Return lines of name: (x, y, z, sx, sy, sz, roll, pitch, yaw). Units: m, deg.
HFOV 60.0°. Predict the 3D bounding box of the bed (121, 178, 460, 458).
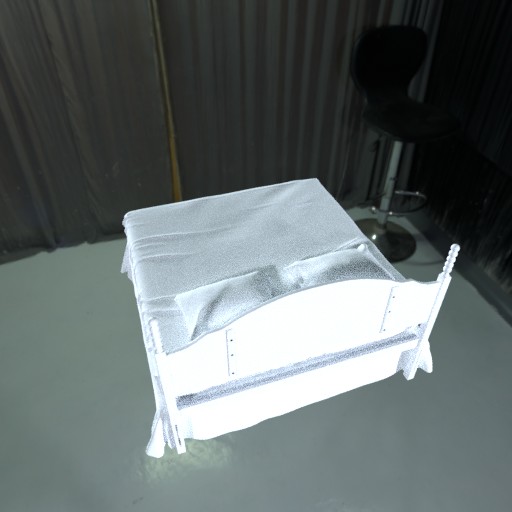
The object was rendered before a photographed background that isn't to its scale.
bed: (0.000, 0.000, 3.696, 2.322, 1.355, 2.219, -12, 41, -14)
